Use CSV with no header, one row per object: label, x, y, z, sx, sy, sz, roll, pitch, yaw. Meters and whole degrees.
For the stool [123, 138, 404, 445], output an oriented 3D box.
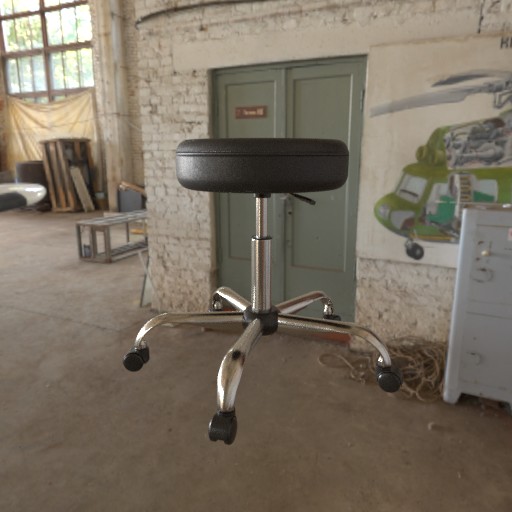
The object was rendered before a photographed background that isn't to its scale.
stool,0.000,0.000,1.142,0.673,0.576,0.638,-6,14,-26
